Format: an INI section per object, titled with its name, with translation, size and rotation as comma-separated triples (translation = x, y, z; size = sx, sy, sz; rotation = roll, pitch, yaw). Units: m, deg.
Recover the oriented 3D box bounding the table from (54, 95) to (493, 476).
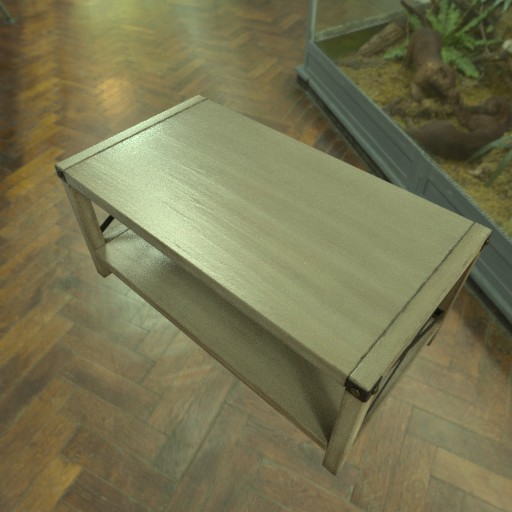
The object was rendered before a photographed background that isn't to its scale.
[table]
translation = 0.000, 0.000, 1.288
size = 1.016, 0.456, 0.559
rotation = 33, 55, 27
